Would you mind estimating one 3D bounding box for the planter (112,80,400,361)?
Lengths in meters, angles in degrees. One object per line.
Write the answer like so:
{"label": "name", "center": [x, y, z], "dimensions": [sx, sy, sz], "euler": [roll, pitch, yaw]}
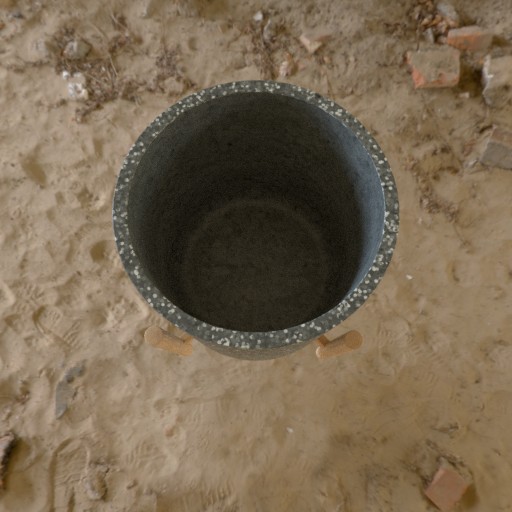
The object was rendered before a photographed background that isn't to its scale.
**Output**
{"label": "planter", "center": [0.000, 0.000, 0.670], "dimensions": [0.360, 0.419, 0.360], "euler": [-21, 75, -6]}
